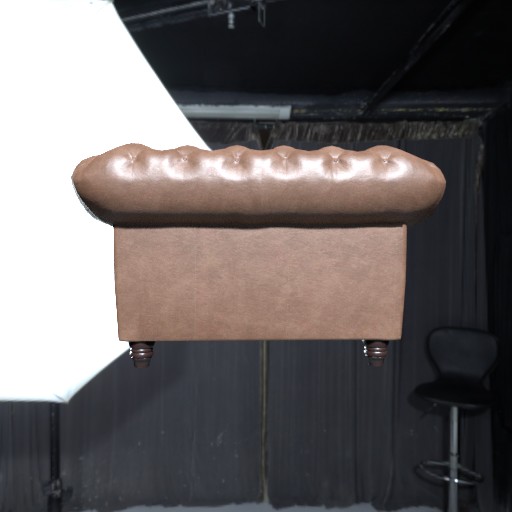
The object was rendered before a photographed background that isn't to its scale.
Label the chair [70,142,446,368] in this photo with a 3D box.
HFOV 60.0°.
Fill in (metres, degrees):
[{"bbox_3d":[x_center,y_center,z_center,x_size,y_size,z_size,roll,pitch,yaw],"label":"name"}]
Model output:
[{"bbox_3d":[0.000,0.000,1.882,1.298,0.784,0.954,0,0,-2],"label":"chair"}]
